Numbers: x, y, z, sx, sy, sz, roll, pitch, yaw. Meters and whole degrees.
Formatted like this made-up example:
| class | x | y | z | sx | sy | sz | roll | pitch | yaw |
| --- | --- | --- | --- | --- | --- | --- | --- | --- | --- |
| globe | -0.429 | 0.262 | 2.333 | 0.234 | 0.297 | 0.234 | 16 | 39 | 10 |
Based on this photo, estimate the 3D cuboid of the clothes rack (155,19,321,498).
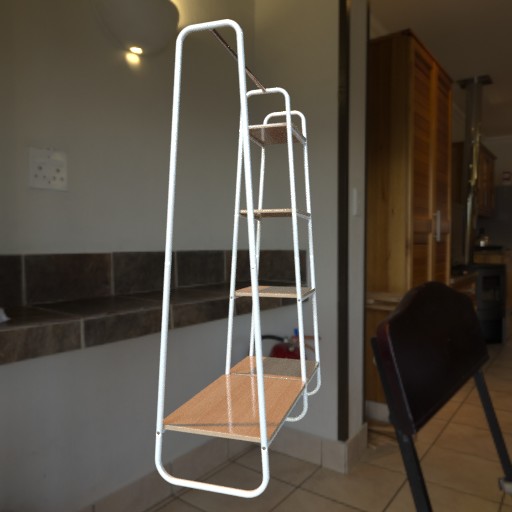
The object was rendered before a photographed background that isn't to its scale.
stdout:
| class | x | y | z | sx | sy | sz | roll | pitch | yaw |
| --- | --- | --- | --- | --- | --- | --- | --- | --- | --- |
| clothes rack | 0.000 | 0.000 | 1.891 | 0.400 | 1.500 | 1.011 | 0 | 2 | 18 |
